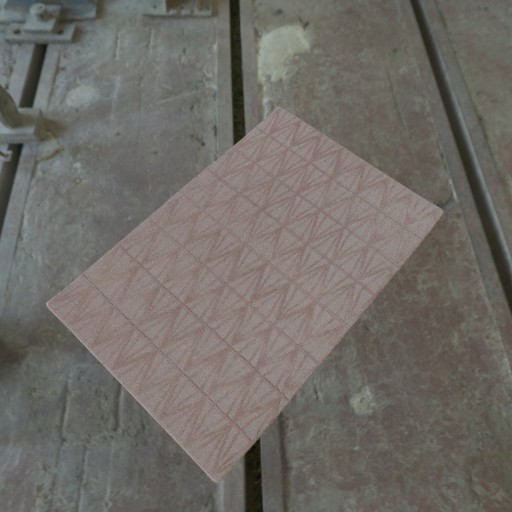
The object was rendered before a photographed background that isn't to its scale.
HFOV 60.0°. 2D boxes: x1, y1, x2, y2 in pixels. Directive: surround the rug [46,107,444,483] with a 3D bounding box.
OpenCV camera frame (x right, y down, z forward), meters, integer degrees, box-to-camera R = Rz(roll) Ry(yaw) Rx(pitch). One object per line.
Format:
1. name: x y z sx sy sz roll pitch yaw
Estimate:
1. rug: 0.000 0.000 2.367 1.230 0.025 1.837 39 69 18
